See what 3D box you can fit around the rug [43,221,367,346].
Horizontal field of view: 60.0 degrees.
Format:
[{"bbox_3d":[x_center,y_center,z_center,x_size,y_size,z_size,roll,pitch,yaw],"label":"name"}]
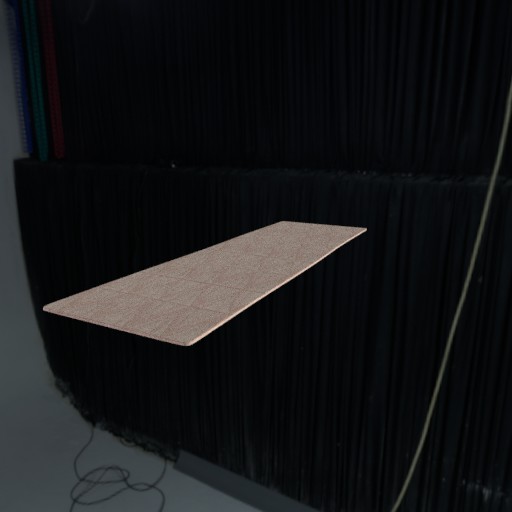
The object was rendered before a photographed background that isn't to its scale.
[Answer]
[{"bbox_3d":[0.000,0.000,2.721,0.760,0.015,2.435,7,16,27],"label":"rug"}]
